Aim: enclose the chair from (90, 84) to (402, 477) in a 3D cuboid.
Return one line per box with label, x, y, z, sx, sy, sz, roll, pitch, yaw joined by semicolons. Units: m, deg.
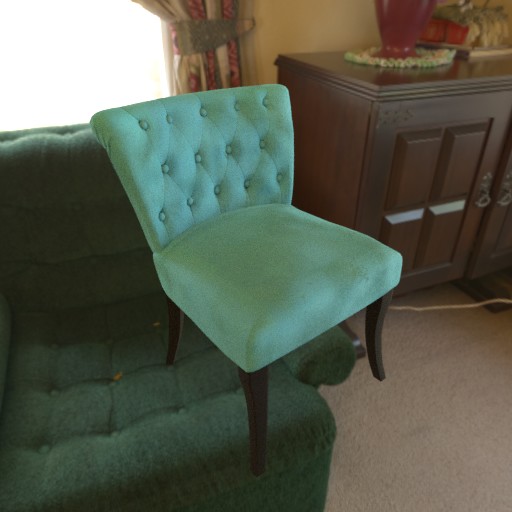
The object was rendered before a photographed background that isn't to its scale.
chair;0.000;0.000;1.175;0.582;0.750;0.605;-23;38;-33
